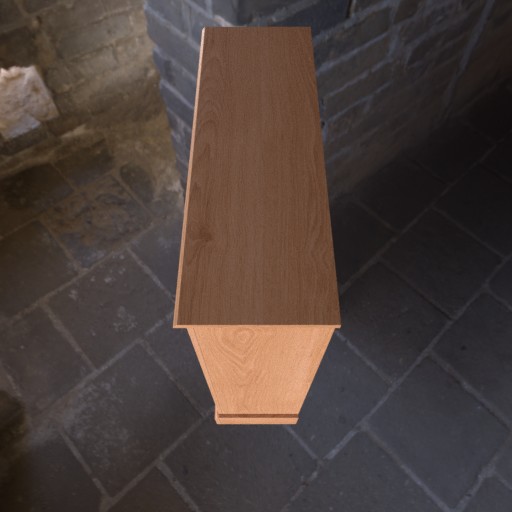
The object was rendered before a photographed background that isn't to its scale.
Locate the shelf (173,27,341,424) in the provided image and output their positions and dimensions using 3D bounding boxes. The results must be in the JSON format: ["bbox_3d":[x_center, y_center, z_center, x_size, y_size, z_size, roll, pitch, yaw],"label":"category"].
[{"bbox_3d":[0.000,0.000,1.391,0.291,0.980,0.840,0,60,0],"label":"shelf"}]
